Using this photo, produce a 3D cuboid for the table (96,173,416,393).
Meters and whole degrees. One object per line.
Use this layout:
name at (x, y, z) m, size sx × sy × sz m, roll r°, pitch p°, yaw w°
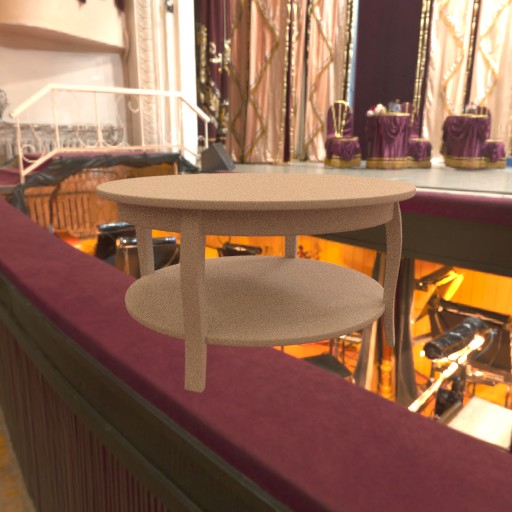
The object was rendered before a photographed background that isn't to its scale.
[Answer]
table at (0.000, 0.000, 1.391) m, size 0.910 × 0.457 × 0.910 m, roll 0°, pitch 14°, yaw 0°
